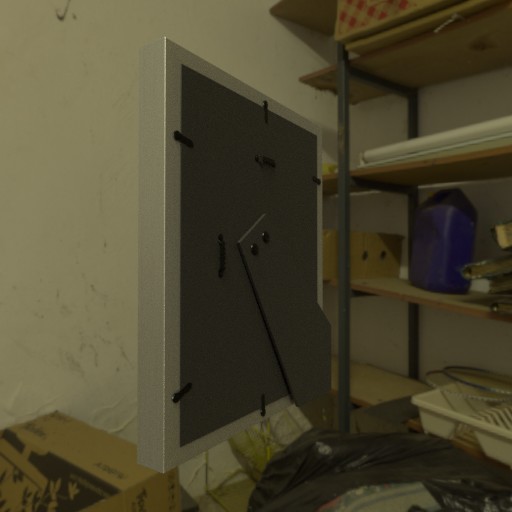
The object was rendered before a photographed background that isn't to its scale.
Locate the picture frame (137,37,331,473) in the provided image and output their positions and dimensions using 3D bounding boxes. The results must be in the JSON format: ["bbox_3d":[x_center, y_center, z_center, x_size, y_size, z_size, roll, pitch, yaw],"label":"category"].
[{"bbox_3d":[0.000,0.000,0.386,0.036,0.282,0.233,-1,-1,34],"label":"picture frame"}]
